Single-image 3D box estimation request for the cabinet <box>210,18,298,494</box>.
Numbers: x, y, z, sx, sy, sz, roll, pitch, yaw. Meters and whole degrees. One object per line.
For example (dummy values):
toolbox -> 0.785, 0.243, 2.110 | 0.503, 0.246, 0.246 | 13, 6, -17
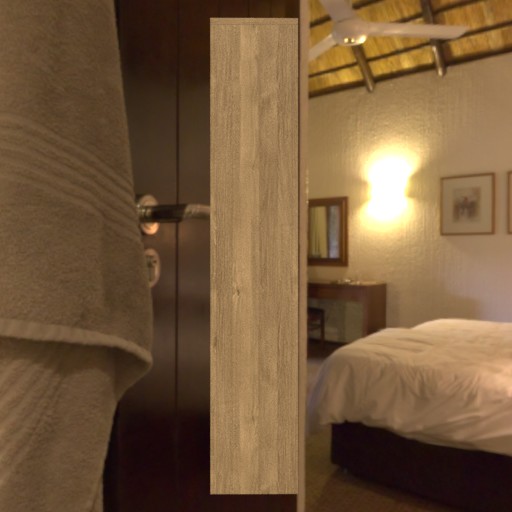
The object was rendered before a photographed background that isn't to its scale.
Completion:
cabinet -> 0.000, 0.000, 1.567 | 0.250, 1.280, 0.750 | 0, 0, 0
